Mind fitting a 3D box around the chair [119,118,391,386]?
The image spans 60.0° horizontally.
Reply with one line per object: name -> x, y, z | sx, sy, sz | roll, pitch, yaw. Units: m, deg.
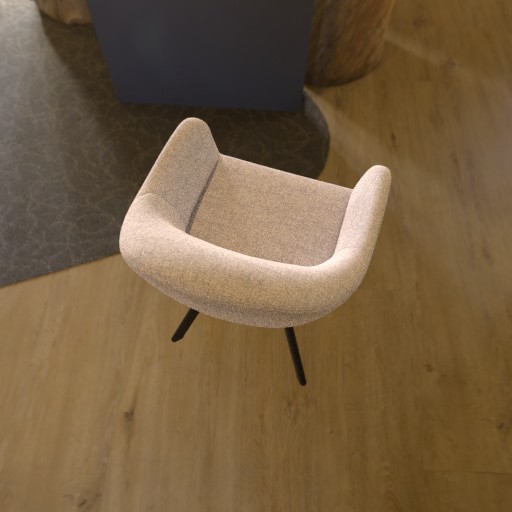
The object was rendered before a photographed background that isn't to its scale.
chair -> 0.000, 0.000, 1.166 | 0.540, 0.780, 0.570 | 17, 64, 8
